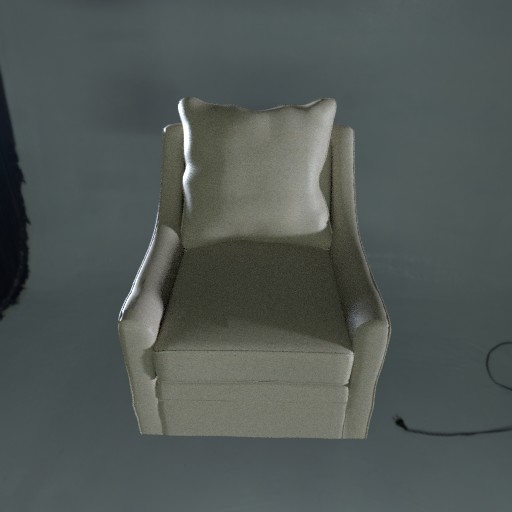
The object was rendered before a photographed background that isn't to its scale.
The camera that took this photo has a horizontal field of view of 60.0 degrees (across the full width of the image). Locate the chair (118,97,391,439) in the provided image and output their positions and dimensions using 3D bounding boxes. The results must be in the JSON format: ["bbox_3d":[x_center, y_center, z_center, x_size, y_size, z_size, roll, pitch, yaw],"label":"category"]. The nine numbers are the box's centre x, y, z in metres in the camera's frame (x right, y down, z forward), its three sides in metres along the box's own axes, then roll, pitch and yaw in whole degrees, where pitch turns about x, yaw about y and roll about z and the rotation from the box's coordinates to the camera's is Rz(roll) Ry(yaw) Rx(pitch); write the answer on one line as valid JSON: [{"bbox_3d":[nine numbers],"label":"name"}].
[{"bbox_3d":[0.000,0.000,1.591,0.760,0.942,0.876,1,32,1],"label":"chair"}]
